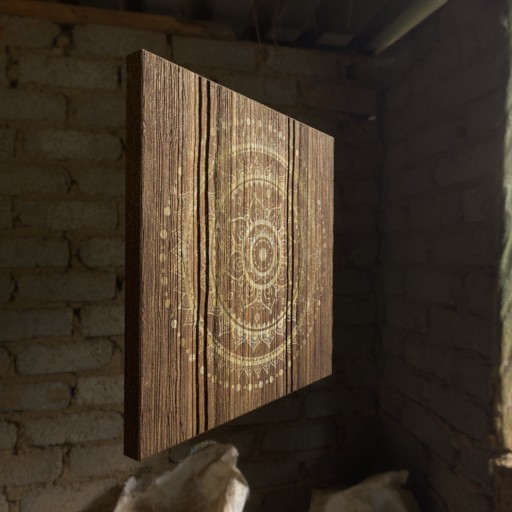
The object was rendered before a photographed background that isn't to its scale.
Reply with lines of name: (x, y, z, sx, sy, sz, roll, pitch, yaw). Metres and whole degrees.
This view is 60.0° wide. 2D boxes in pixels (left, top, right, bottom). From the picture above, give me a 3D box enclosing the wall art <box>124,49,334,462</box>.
wall art: (0.000, 0.000, 0.899, 0.042, 0.608, 0.611, 0, 0, 37)
